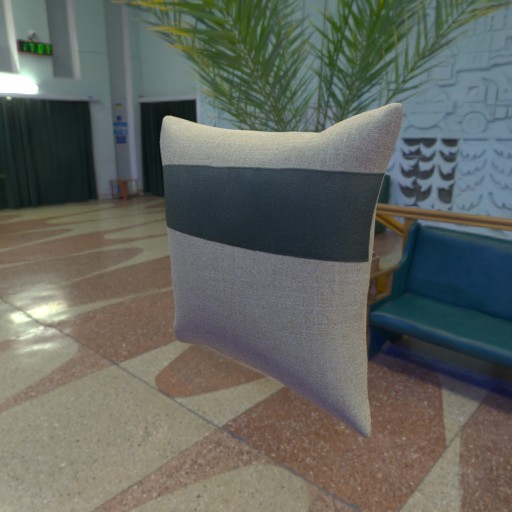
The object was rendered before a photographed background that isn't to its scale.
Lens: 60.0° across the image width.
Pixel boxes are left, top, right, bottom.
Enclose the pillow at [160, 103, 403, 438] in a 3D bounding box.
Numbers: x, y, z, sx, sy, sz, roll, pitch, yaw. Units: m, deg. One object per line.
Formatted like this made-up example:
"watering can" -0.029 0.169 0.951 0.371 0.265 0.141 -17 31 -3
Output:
"pillow" 0.000 0.000 0.639 0.414 0.399 0.173 14 21 42
